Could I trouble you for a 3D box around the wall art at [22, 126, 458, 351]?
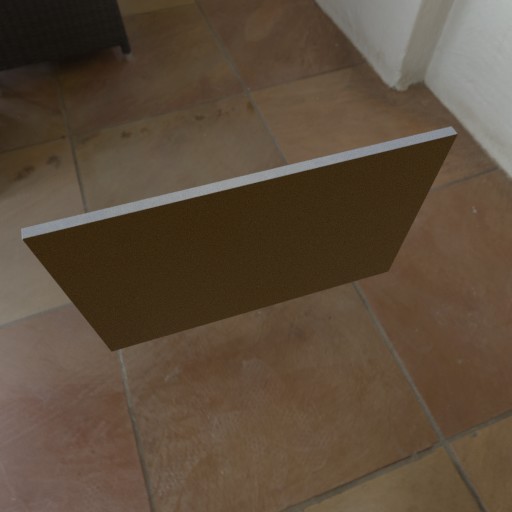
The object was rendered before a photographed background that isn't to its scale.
[{"bbox_3d":[0.000,0.000,1.174,0.932,0.610,0.027,-15,59,-9],"label":"wall art"}]
